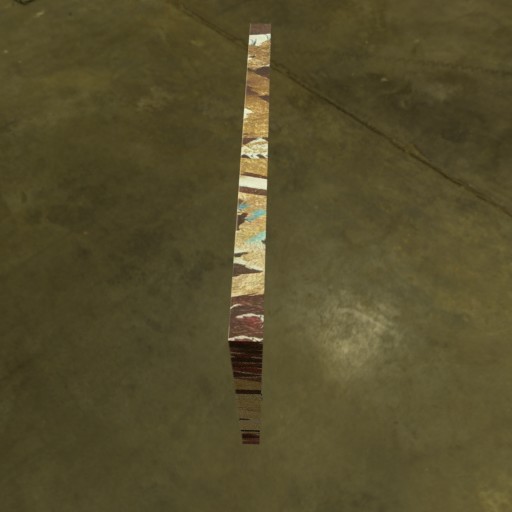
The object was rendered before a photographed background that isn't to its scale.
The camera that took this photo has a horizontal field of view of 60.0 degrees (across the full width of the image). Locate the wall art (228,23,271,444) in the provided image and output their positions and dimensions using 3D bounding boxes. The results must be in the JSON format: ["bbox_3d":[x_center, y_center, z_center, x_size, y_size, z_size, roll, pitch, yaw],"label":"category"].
[{"bbox_3d":[0.000,0.000,0.898,0.041,0.613,0.609,2,57,1],"label":"wall art"}]
